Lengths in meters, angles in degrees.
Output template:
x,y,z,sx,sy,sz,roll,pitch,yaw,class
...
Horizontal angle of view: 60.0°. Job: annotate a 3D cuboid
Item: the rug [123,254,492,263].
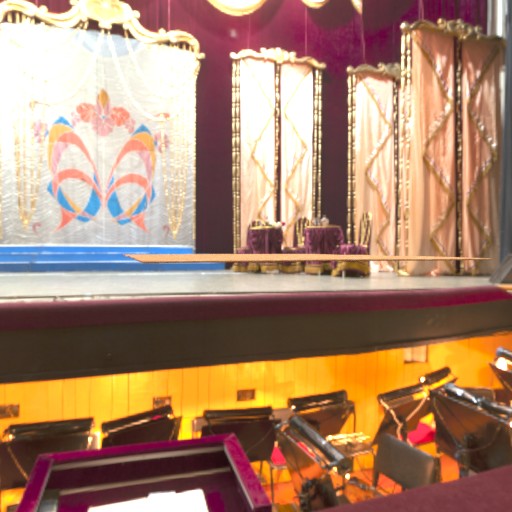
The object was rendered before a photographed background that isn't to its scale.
x,y,z,sx,sy,sz,roll,pitch,yaw,class
0.000,0.000,2.734,1.524,0.013,2.135,0,1,-18,rug
